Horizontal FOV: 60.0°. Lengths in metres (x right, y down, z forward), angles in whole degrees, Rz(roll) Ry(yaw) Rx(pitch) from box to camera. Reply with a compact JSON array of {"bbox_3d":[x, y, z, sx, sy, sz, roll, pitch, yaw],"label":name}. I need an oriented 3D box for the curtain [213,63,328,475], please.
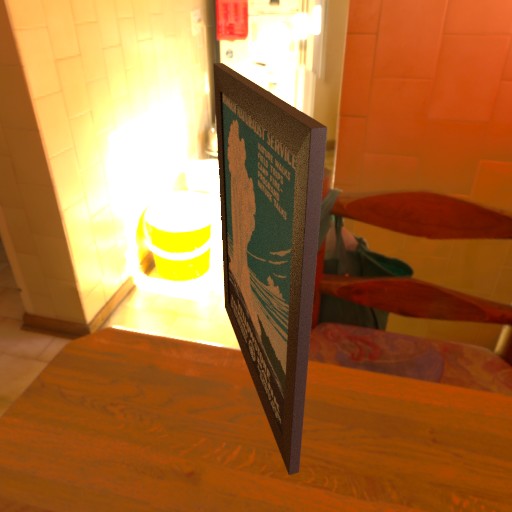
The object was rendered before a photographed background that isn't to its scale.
[{"bbox_3d":[0.000,0.000,0.803,0.027,0.585,0.483,-9,32,-14],"label":"curtain"}]
